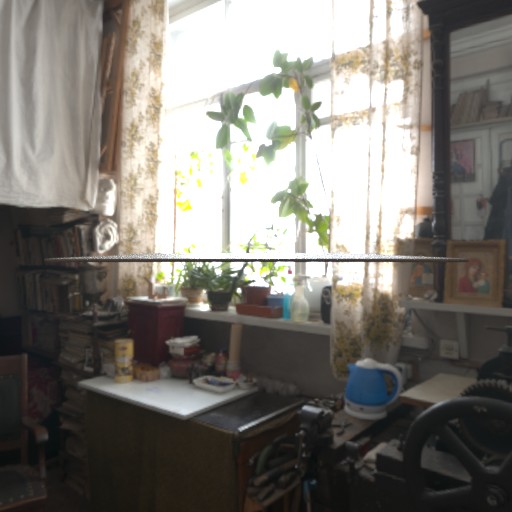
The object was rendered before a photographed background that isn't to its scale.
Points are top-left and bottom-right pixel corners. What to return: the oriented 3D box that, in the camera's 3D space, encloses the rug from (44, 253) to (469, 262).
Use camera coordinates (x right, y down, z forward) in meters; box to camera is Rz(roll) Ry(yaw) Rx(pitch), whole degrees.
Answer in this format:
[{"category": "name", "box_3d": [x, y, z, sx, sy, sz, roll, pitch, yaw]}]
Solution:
[{"category": "rug", "box_3d": [0.000, 0.000, 4.023, 2.434, 0.032, 3.007, 0, 1, 0]}]
